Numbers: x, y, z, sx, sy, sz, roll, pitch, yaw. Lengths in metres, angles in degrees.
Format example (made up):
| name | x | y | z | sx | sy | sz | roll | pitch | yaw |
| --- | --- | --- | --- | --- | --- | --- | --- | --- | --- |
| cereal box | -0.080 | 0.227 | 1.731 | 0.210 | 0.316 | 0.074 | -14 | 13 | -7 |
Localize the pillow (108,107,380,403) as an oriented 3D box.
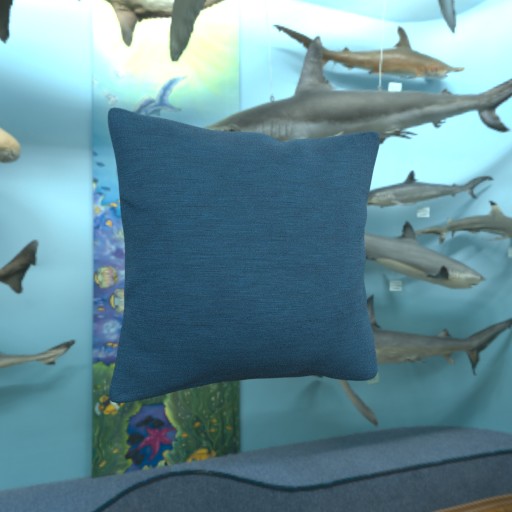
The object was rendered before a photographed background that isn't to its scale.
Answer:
| name | x | y | z | sx | sy | sz | roll | pitch | yaw |
| --- | --- | --- | --- | --- | --- | --- | --- | --- | --- |
| pillow | 0.000 | 0.000 | 0.688 | 0.437 | 0.420 | 0.177 | 0 | 0 | -17 |
